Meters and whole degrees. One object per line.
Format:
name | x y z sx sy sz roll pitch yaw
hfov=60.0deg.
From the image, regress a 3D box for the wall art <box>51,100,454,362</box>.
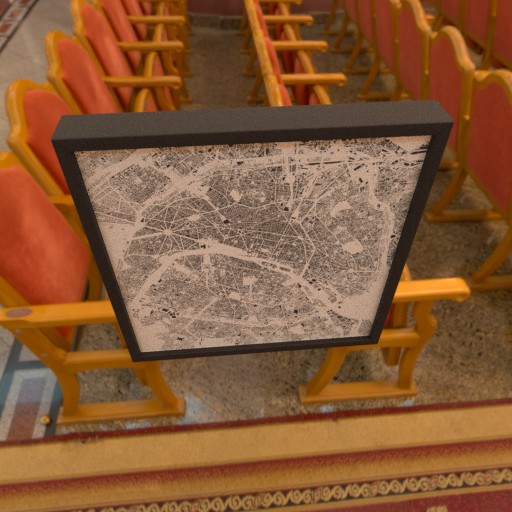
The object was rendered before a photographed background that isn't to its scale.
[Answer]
wall art | 0.000 0.000 0.453 0.305 0.305 0.037 -4 45 -3
